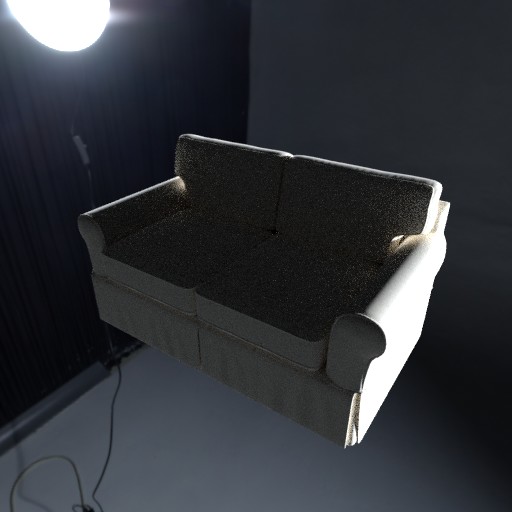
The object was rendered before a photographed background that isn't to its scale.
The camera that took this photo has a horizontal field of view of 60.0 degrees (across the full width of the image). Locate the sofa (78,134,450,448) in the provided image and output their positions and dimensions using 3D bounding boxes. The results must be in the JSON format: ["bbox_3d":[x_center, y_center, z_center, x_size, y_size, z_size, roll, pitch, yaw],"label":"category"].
[{"bbox_3d":[0.000,0.000,2.357,1.727,0.940,0.991,19,34,30],"label":"sofa"}]
